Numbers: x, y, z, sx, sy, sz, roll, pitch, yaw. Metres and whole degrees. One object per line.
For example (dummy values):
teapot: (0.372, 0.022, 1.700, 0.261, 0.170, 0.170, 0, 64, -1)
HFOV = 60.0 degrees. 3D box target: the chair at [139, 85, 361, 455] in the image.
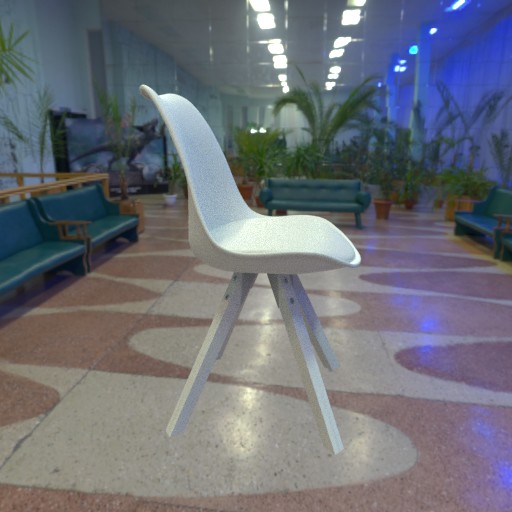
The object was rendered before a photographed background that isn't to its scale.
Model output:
chair: (0.000, 0.000, 1.193, 0.550, 0.850, 0.485, 2, 15, 9)
